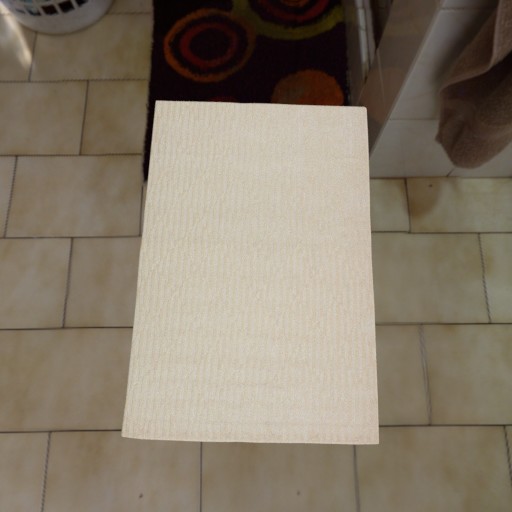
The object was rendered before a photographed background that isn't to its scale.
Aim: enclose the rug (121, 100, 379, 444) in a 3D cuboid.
[{"bbox_3d":[0.000,0.000,2.354,1.238,0.014,1.848,2,75,0],"label":"rug"}]
